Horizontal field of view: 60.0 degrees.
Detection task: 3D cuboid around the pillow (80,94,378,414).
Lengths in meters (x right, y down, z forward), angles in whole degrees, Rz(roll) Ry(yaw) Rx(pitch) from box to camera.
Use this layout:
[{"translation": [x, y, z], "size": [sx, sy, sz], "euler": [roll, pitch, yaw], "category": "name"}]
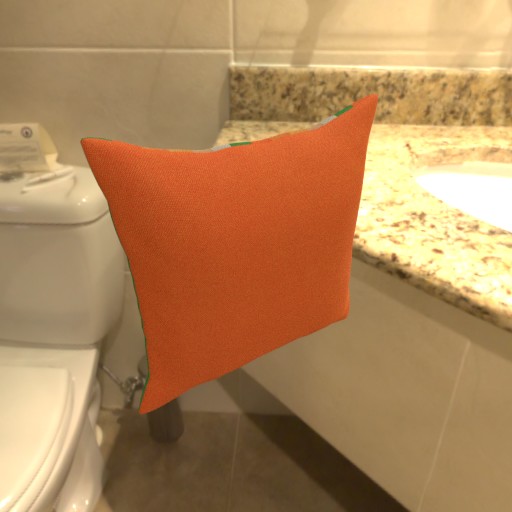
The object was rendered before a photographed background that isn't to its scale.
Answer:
[{"translation": [0.000, 0.000, 0.698], "size": [0.453, 0.444, 0.169], "euler": [-19, 36, -28], "category": "pillow"}]
